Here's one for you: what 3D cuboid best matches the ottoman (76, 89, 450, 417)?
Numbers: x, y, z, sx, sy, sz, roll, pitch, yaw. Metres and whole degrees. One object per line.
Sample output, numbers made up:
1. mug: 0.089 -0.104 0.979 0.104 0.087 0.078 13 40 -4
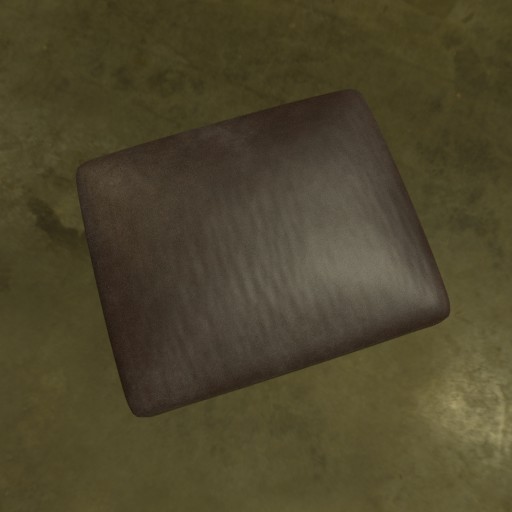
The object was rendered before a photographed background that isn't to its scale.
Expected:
1. ottoman: 0.000 0.000 1.281 0.806 0.569 0.670 -17 76 -4
